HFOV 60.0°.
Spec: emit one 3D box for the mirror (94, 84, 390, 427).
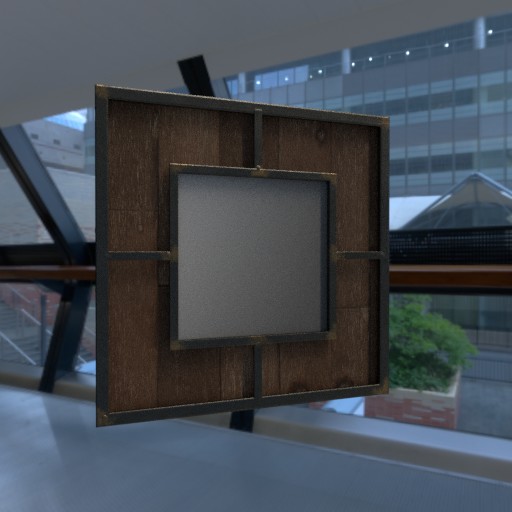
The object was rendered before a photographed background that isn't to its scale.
[{"bbox_3d":[0.000,0.000,0.559,0.382,0.381,0.020,0,1,-18],"label":"mirror"}]
